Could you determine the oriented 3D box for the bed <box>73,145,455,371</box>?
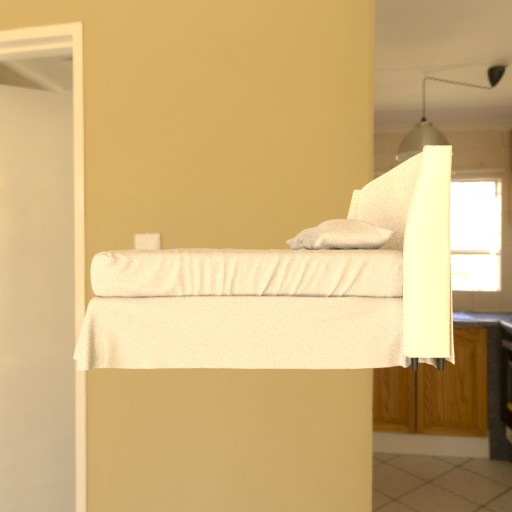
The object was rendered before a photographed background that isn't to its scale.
[{"bbox_3d":[0.000,0.000,3.486,2.276,1.332,1.925,0,0,0],"label":"bed"}]
